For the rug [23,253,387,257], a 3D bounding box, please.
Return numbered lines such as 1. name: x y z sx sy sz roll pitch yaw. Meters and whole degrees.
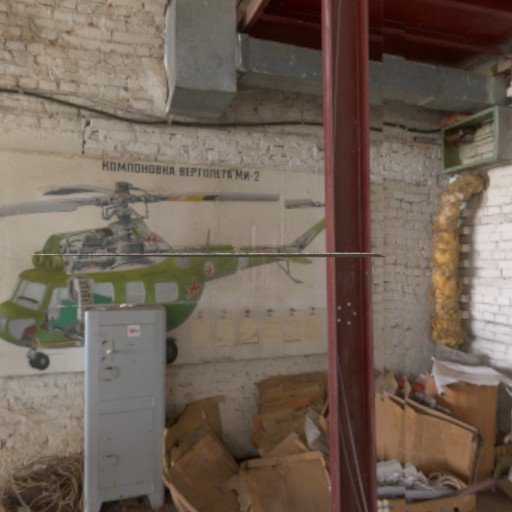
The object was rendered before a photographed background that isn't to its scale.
1. rug: 0.000 0.000 2.142 1.190 0.003 1.634 0 0 17
